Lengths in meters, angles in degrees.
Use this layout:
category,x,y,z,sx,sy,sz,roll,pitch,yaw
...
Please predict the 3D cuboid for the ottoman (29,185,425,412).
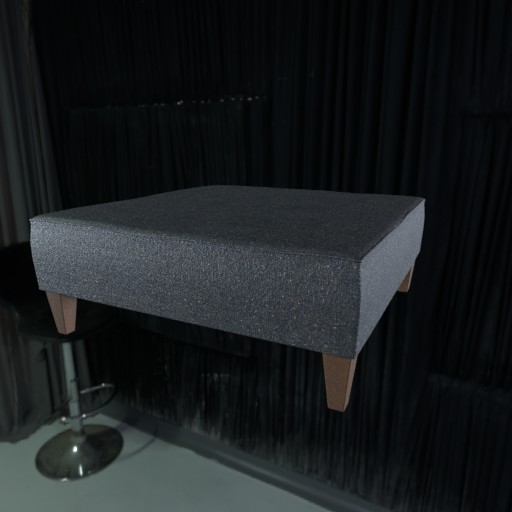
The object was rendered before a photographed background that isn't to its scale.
category,x,y,z,sx,sy,sz,roll,pitch,yaw
ottoman,0.000,0.000,1.528,0.968,0.382,1.004,8,17,26
